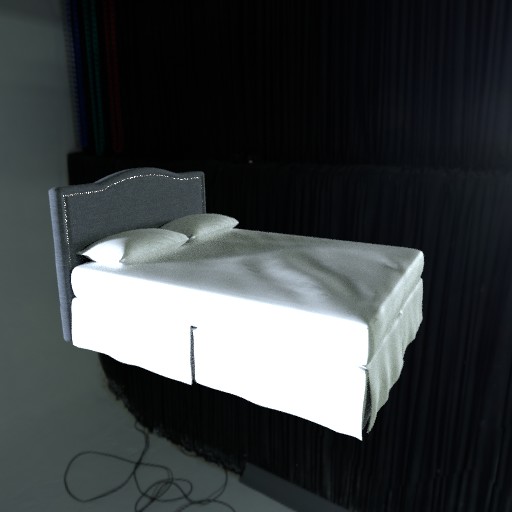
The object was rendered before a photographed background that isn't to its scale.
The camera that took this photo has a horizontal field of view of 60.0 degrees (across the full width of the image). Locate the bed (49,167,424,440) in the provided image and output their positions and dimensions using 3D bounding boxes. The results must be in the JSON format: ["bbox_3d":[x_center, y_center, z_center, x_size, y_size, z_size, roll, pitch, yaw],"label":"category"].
[{"bbox_3d":[0.000,0.000,3.939,2.689,1.457,2.161,8,17,27],"label":"bed"}]
